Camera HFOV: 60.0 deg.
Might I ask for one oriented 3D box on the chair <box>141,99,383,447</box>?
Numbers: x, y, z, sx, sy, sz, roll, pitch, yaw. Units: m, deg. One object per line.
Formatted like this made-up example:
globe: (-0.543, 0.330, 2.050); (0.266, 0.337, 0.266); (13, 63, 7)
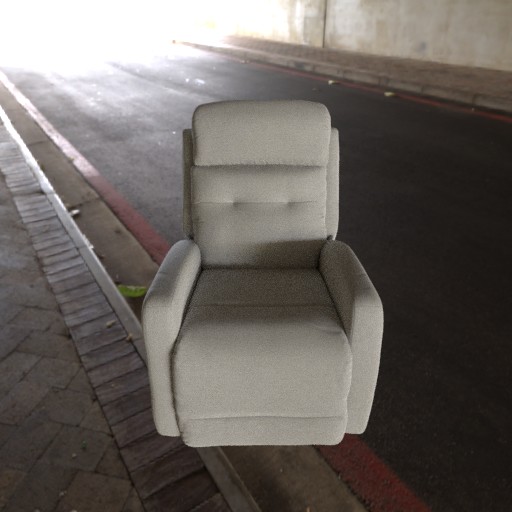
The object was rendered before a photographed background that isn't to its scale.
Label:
chair: (0.000, 0.000, 1.724); (0.798, 1.013, 1.043); (0, 30, 0)
